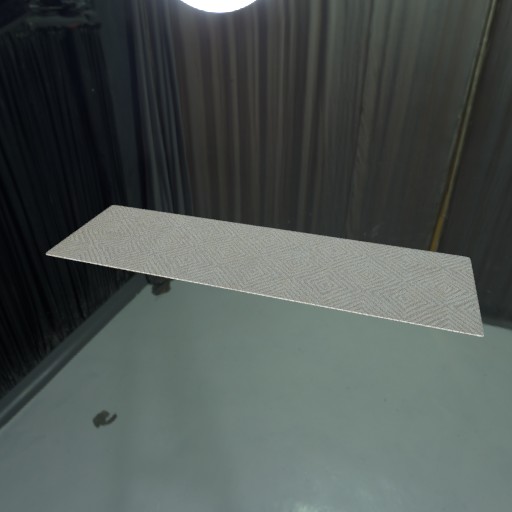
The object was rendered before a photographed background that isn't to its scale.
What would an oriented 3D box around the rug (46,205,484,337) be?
[{"bbox_3d":[0.000,0.000,2.477,2.277,0.008,0.676,9,33,15],"label":"rug"}]
